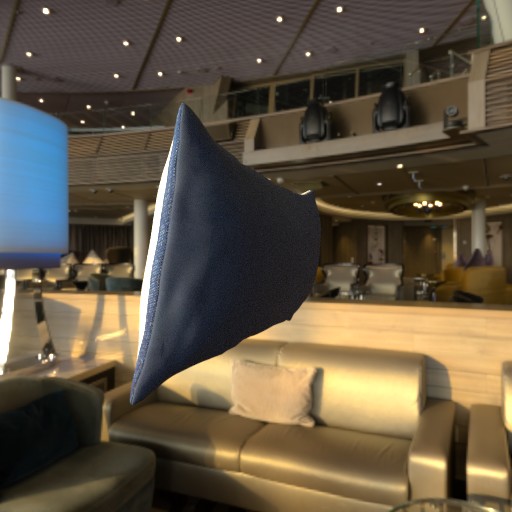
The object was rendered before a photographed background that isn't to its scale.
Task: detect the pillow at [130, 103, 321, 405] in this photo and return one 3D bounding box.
[{"bbox_3d":[0.000,0.000,0.706,0.156,0.292,0.608,0,0,19],"label":"pillow"}]
